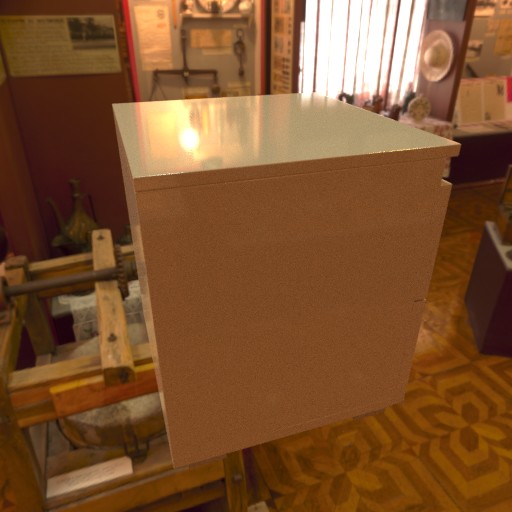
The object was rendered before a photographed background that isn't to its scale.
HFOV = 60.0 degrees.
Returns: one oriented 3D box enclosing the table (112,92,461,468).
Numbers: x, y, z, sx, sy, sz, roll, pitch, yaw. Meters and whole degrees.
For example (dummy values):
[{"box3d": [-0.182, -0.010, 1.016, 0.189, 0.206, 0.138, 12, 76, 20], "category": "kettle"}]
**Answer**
[{"box3d": [0.000, 0.000, 0.785, 0.400, 0.470, 0.420, -9, 30, -16], "category": "table"}]
